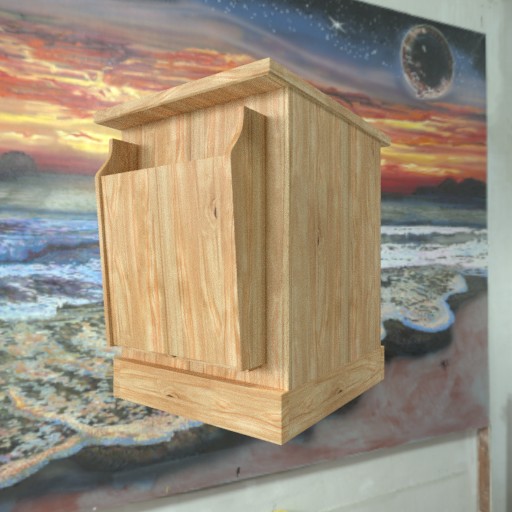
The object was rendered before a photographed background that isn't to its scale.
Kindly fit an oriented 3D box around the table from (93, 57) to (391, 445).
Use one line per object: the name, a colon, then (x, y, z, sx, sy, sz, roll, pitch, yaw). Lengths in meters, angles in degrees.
table: (0.000, 0.000, 0.874, 0.380, 0.515, 0.530, 0, 0, 36)
